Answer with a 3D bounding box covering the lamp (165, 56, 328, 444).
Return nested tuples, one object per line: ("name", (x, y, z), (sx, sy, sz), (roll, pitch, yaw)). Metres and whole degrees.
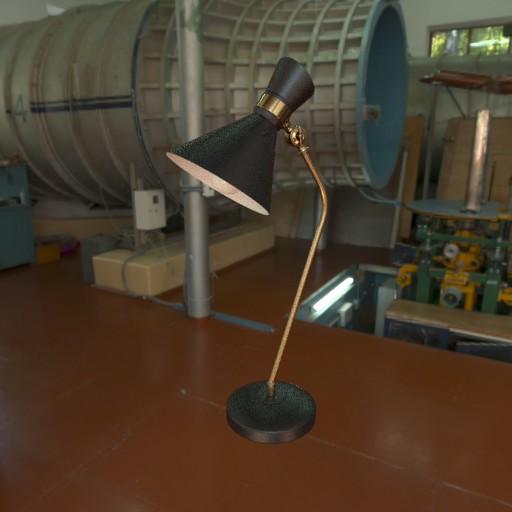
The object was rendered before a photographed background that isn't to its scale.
("lamp", (0.000, 0.000, 0.767), (0.292, 0.647, 0.189), (-7, 16, -25))
